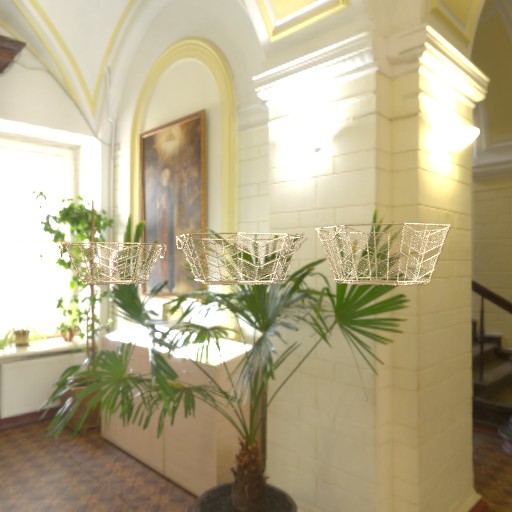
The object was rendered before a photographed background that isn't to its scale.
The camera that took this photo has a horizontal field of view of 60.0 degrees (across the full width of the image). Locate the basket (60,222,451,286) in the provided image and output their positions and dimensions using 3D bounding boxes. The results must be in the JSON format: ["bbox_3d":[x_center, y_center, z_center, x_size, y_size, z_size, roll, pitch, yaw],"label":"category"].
[{"bbox_3d":[0.000,0.000,1.427,1.246,0.178,0.432,0,-1,0],"label":"basket"}]
